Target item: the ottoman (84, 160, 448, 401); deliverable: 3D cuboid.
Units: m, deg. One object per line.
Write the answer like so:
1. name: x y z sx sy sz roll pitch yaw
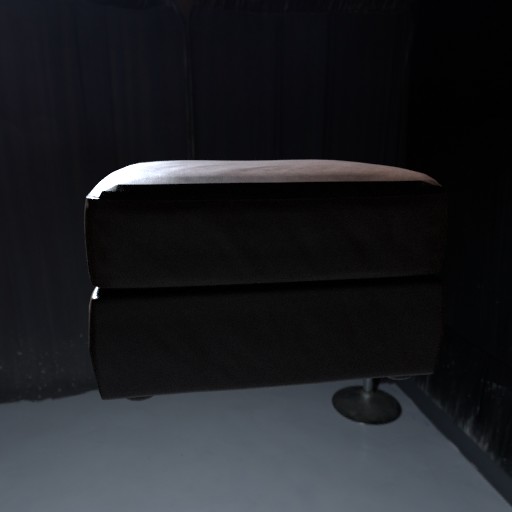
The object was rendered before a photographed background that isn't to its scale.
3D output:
1. ottoman: 0.000 0.000 1.145 0.751 0.476 0.603 -2 15 -8
